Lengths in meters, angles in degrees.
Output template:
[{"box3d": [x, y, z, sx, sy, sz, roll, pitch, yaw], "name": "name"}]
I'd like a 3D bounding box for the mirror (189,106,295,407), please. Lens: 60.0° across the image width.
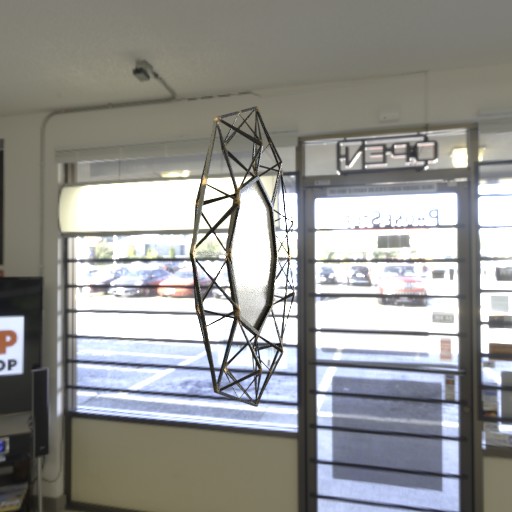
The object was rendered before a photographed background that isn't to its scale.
[{"box3d": [0.000, 0.000, 1.048, 0.094, 0.710, 0.710, 0, -1, 17], "name": "mirror"}]
